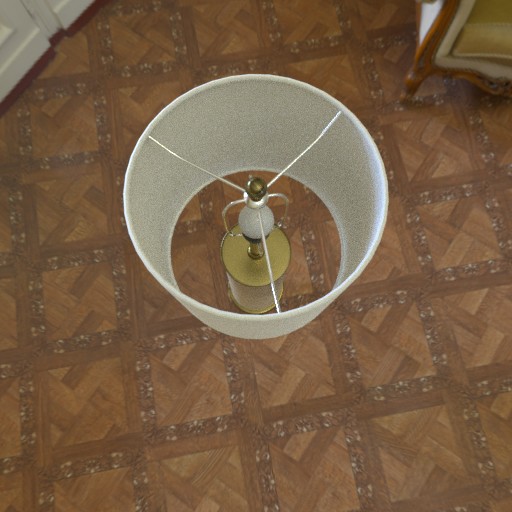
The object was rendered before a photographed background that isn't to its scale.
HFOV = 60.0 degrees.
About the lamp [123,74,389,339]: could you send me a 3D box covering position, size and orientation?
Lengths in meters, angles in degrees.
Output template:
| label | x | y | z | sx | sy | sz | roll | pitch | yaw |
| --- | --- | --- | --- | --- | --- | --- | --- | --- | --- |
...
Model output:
| label | x | y | z | sx | sy | sz | roll | pitch | yaw |
| --- | --- | --- | --- | --- | --- | --- | --- | --- | --- |
| lamp | 0.000 | 0.000 | 0.804 | 0.305 | 0.634 | 0.305 | -11 | 75 | -3 |
